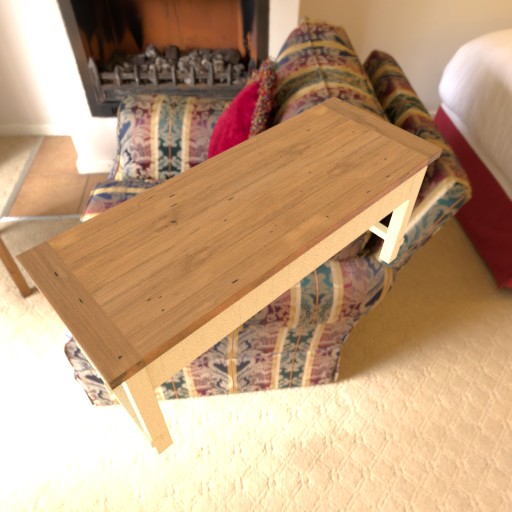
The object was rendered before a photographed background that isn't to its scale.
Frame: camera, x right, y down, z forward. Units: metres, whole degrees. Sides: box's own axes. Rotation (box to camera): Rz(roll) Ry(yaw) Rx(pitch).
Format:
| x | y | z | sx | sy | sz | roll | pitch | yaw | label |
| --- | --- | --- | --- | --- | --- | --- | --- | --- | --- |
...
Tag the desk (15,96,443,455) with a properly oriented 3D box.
| x | y | z | sx | sy | sz | roll | pitch | yaw | label |
| --- | --- | --- | --- | --- | --- | --- | --- | --- | --- |
| 0.000 | 0.000 | 2.173 | 1.803 | 0.762 | 0.688 | -34 | 56 | -27 | desk |
